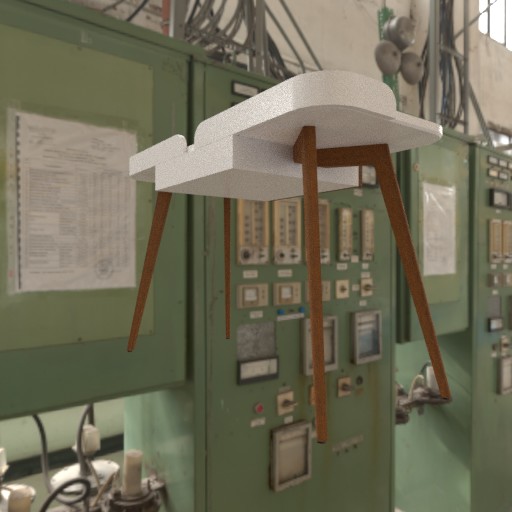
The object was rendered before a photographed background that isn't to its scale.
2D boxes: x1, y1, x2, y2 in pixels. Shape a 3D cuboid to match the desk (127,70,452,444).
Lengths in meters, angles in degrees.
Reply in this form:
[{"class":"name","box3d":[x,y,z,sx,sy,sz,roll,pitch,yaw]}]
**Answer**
[{"class":"desk","box3d":[0.000,0.000,1.561,0.534,0.807,1.206,0,0,-36]}]
